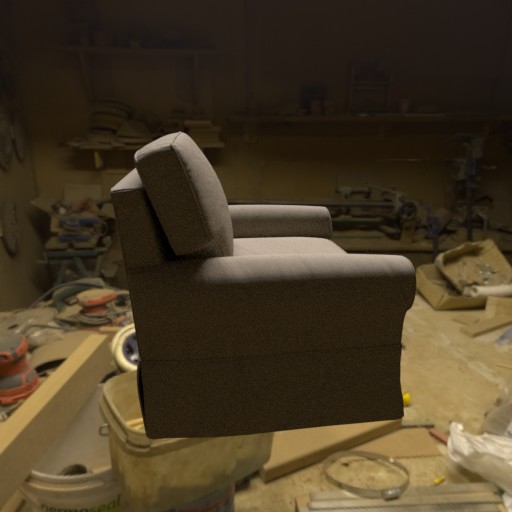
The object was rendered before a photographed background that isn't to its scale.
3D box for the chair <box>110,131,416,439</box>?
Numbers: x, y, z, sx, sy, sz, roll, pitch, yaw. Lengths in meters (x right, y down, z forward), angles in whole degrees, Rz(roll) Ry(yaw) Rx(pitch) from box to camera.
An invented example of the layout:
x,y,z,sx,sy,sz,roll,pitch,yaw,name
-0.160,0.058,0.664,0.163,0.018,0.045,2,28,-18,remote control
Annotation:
x,y,z,sx,sy,sz,roll,pitch,yaw,name
0.000,0.000,1.885,0.988,1.017,1.135,-2,17,-8,chair
